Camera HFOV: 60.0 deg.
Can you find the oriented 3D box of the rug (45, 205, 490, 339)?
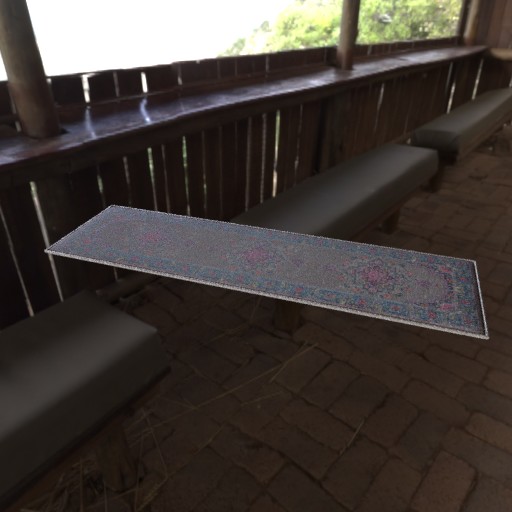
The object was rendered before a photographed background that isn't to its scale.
[{"bbox_3d":[0.000,0.000,2.444,2.297,0.019,0.659,10,32,16],"label":"rug"}]
